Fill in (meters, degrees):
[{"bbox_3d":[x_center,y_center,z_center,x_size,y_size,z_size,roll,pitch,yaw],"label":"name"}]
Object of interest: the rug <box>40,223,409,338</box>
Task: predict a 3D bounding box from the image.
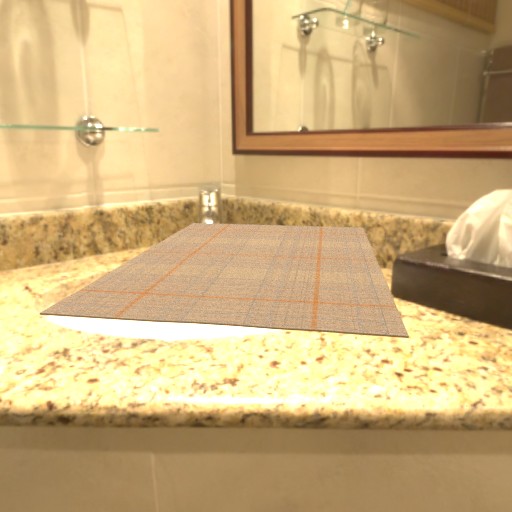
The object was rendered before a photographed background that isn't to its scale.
[{"bbox_3d":[0.000,0.000,2.308,1.232,0.015,1.825,2,14,9],"label":"rug"}]
